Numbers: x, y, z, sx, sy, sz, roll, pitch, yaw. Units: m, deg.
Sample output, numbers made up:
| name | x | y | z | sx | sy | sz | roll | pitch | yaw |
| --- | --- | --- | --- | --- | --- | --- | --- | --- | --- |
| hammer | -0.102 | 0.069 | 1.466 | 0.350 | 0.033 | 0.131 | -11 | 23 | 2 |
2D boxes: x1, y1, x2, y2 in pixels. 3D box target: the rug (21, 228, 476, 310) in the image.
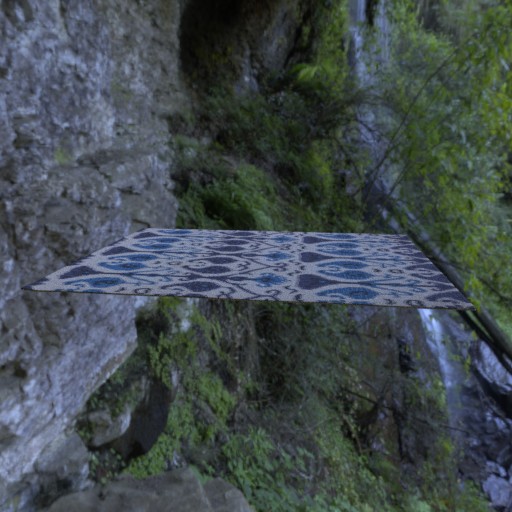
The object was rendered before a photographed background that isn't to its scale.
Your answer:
| name | x | y | z | sx | sy | sz | roll | pitch | yaw |
| --- | --- | --- | --- | --- | --- | --- | --- | --- | --- |
| rug | 0.000 | 0.000 | 4.256 | 3.228 | 0.024 | 2.443 | 2 | 15 | 7 |
